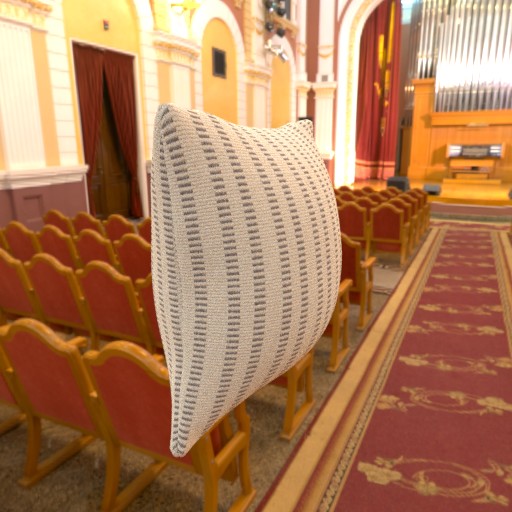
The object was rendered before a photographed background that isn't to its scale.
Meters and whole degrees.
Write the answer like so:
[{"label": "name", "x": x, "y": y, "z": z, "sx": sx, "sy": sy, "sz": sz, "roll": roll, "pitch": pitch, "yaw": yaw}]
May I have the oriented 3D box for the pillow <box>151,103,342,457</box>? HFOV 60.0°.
[{"label": "pillow", "x": 0.000, "y": 0.000, "z": 0.681, "sx": 0.247, "sy": 0.419, "sz": 0.438, "roll": 7, "pitch": 16, "yaw": 25}]
